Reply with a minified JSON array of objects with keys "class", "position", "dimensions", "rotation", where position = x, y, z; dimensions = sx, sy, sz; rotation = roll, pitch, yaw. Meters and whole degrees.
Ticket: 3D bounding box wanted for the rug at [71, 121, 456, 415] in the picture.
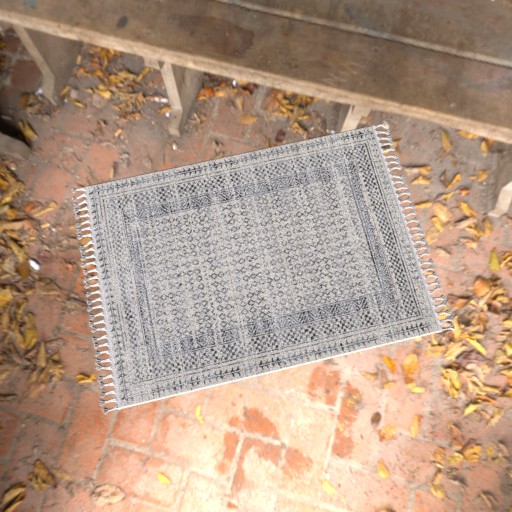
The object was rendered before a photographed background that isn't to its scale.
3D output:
[{"class":"rug","position":[0.000,0.000,2.391],"dimensions":[1.872,0.013,1.243],"rotation":[-13,76,-3]}]
